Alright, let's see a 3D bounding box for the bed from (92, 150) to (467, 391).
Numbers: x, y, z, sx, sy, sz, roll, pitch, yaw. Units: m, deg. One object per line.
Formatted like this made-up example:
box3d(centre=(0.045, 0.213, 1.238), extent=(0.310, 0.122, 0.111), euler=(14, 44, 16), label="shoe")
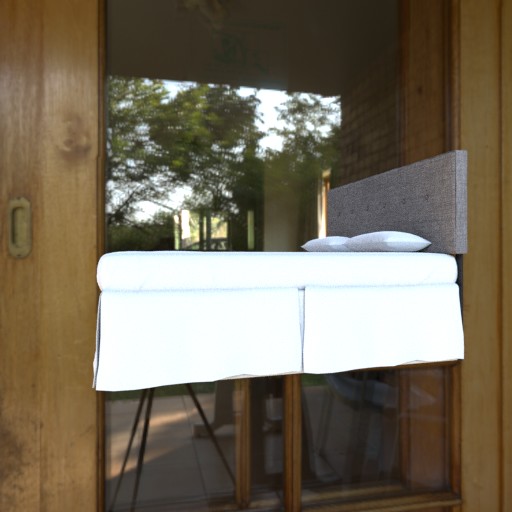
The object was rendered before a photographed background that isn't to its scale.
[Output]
box3d(centre=(0.000, 0.000, 2.910), extent=(1.958, 1.168, 1.621), euler=(0, 0, -17), label="bed")
